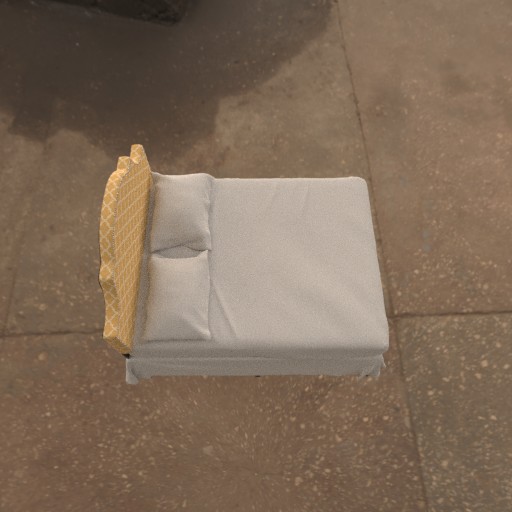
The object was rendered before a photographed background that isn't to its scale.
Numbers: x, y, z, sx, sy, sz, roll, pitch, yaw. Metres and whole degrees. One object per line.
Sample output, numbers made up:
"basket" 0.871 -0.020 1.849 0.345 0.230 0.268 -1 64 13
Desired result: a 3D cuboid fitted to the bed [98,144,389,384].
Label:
"bed" 0.000 0.000 3.566 2.222 1.633 1.780 0 64 0
